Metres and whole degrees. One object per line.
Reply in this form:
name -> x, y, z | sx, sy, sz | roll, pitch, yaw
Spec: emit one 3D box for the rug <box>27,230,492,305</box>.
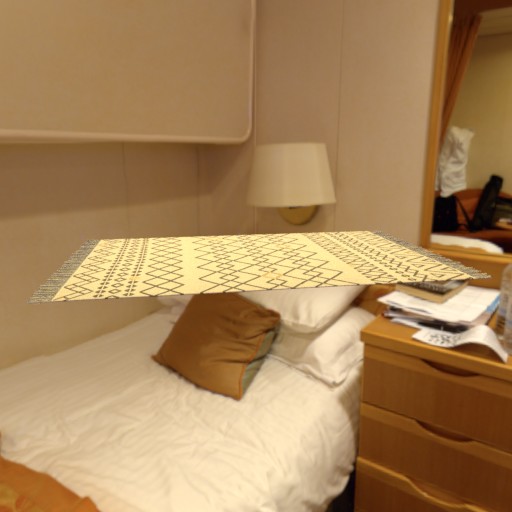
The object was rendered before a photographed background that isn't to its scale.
rug -> 0.000, 0.000, 2.998 | 2.472, 0.035, 1.495 | -2, 14, -10
